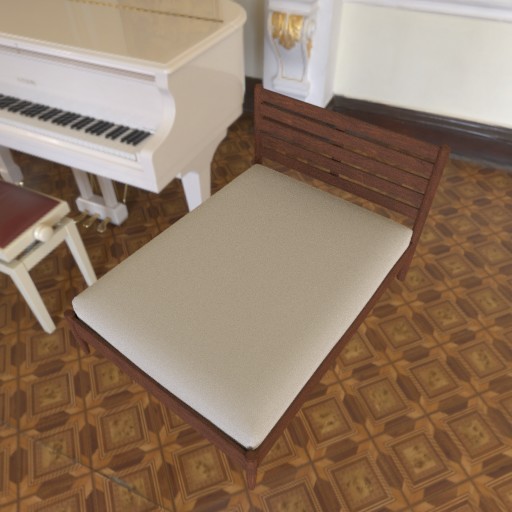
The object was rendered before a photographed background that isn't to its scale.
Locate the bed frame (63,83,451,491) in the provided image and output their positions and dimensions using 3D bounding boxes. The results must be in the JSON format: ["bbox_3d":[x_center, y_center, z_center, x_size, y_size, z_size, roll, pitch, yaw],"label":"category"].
[{"bbox_3d":[0.000,0.000,3.189,1.655,1.321,2.234,28,52,25],"label":"bed frame"}]
